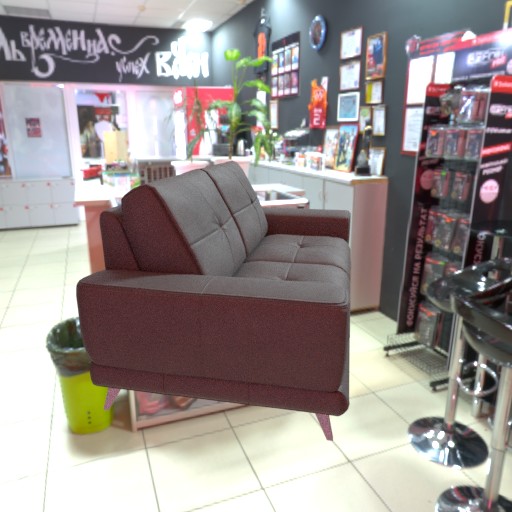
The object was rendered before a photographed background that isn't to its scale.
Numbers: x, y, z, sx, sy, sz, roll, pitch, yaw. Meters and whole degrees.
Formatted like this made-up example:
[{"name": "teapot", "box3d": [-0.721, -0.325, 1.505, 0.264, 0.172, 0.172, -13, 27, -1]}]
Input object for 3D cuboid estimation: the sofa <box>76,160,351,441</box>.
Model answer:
[{"name": "sofa", "box3d": [0.000, 0.000, 2.368, 1.018, 0.907, 1.806, 3, 16, 11]}]
